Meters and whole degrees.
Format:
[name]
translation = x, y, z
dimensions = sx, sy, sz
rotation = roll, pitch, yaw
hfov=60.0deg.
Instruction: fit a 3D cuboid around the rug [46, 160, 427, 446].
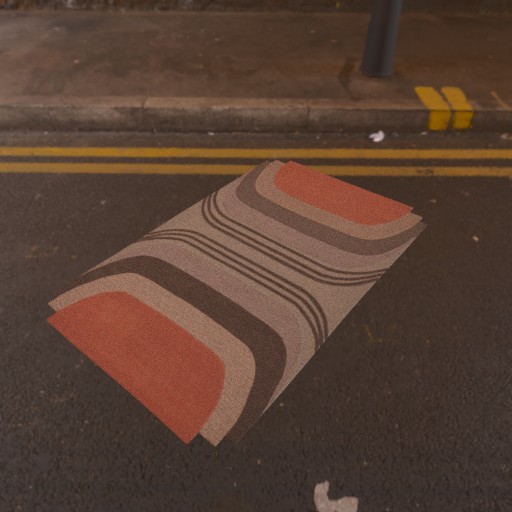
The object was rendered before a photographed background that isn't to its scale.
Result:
[rug]
translation = 0.000, 0.000, 3.033
dimensions = 1.530, 0.017, 2.446
rotation = 28, 48, 29
